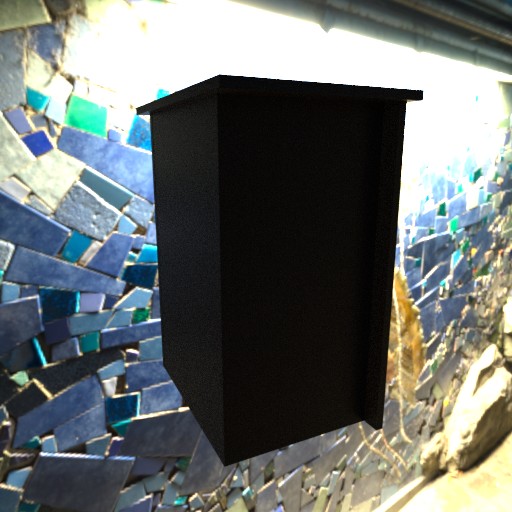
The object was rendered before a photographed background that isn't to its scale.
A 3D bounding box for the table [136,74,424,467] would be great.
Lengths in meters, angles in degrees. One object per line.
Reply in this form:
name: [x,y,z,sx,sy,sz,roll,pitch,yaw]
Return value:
table: [0.000,0.000,1.067,0.408,0.711,0.589,-7,15,-25]
